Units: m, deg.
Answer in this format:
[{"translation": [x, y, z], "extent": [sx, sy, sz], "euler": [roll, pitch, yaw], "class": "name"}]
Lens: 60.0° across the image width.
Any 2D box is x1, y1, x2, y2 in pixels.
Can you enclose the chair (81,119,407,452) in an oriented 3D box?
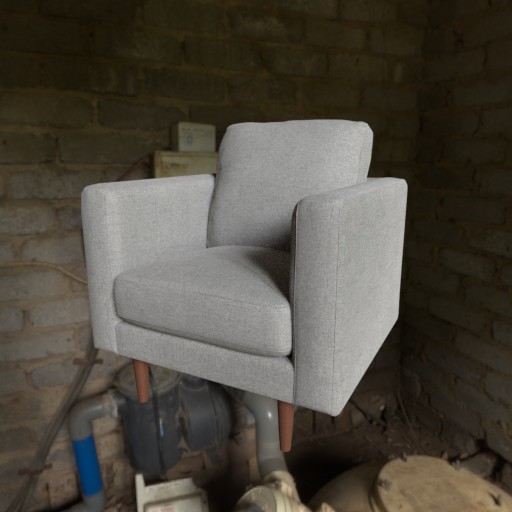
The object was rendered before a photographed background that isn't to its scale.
[{"translation": [0.000, 0.000, 1.529], "extent": [0.855, 0.927, 0.800], "euler": [7, 15, 28], "class": "chair"}]
